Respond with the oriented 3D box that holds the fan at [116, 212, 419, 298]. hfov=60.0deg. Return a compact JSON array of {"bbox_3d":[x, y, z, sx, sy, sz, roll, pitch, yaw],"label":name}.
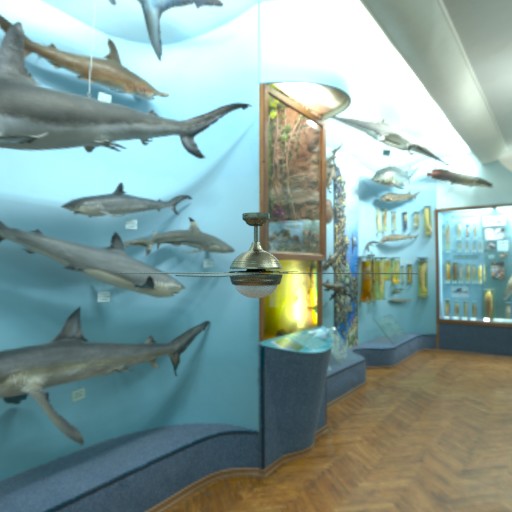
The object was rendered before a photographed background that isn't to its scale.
[{"bbox_3d":[0.000,0.000,2.008,1.321,0.381,1.321,-1,-2,36],"label":"fan"}]
